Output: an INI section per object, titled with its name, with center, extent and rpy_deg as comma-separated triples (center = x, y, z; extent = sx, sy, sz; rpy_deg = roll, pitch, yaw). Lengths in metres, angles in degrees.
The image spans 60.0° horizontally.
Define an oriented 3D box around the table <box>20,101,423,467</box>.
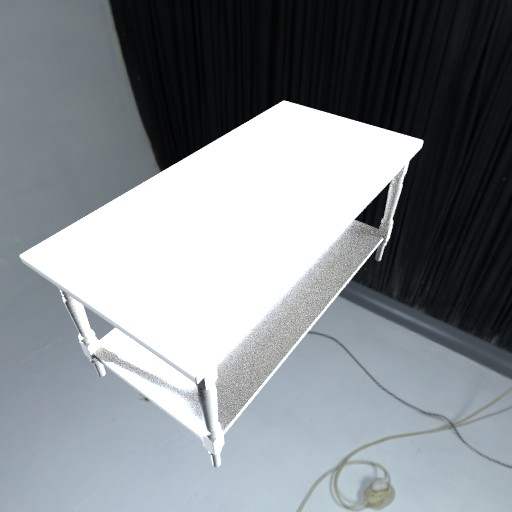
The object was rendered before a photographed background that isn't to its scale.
[table]
center = 0.000, 0.000, 1.406
extent = 0.550, 0.510, 1.107
rpy_deg = 26, 48, 26
